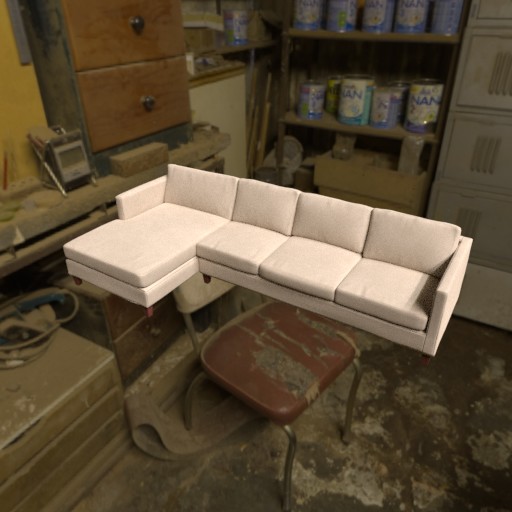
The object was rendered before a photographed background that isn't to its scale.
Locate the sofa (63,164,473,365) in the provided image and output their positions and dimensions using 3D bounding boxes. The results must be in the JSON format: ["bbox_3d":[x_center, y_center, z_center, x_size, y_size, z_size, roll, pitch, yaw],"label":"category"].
[{"bbox_3d":[0.000,0.000,3.872,3.186,0.846,1.625,18,34,28],"label":"sofa"}]
